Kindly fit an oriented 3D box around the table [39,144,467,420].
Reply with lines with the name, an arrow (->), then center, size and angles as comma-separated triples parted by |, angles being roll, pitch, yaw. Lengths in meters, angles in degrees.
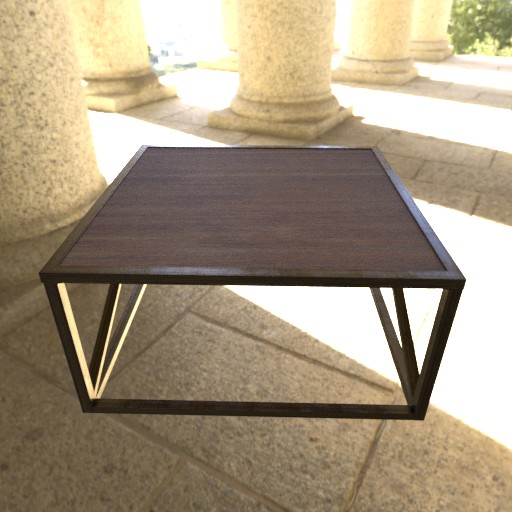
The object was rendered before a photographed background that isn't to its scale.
table -> 0.000, 0.000, 1.439 | 0.909, 0.451, 0.899 | 1, 31, 1
